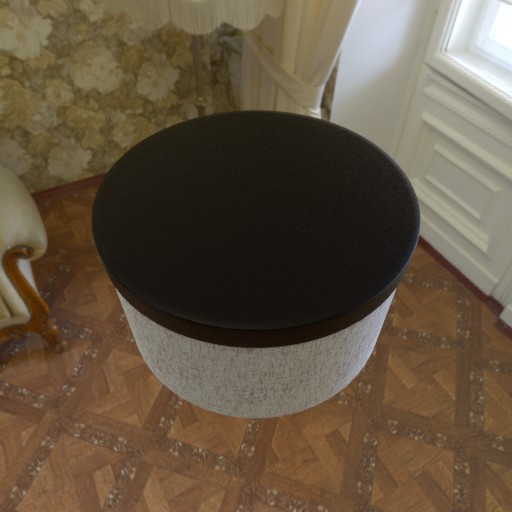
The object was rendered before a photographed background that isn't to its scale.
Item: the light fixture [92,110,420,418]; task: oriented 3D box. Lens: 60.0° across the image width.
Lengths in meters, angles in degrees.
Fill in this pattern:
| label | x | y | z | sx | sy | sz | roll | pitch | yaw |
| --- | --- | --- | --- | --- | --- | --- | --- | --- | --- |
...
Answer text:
| label | x | y | z | sx | sy | sz | roll | pitch | yaw |
| --- | --- | --- | --- | --- | --- | --- | --- | --- | --- |
| light fixture | 0.000 | 0.000 | 0.623 | 0.389 | 0.229 | 0.389 | 0 | 48 | 0 |
